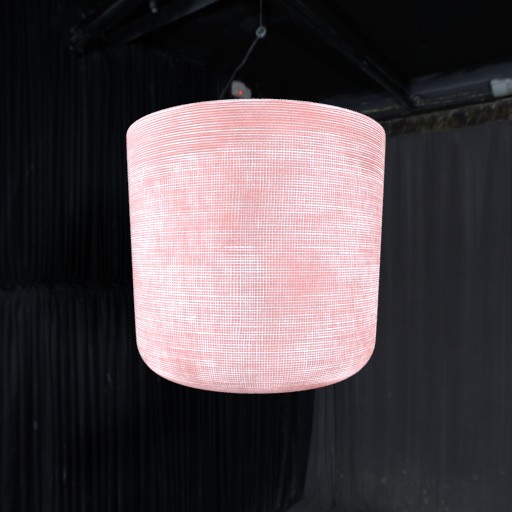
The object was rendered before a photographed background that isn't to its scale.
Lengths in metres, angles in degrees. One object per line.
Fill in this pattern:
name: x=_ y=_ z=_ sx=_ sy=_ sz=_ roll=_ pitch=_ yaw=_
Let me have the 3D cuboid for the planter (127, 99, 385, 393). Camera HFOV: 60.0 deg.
planter: x=0.000 y=0.000 z=0.783 sx=0.440 sy=0.398 sz=0.440 roll=0 pitch=0 yaw=0
